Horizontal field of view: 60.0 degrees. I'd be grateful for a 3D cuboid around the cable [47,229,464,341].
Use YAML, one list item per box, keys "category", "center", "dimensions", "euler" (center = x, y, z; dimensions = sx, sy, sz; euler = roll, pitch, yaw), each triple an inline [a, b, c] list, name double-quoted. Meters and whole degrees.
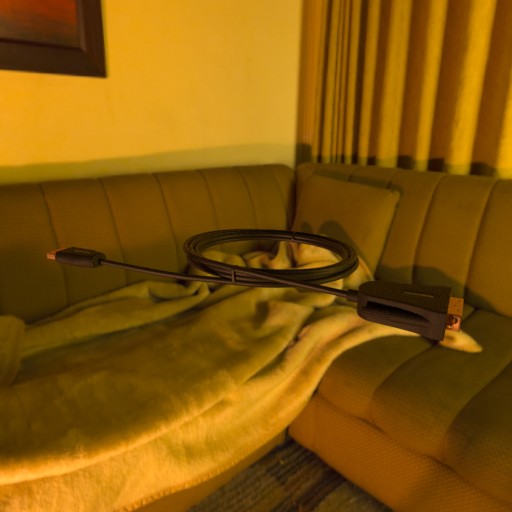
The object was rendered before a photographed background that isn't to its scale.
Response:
- category: "cable"
  center: [0.000, 0.000, 0.327]
  dimensions: [0.281, 0.015, 0.136]
  euler: [8, 19, 25]
